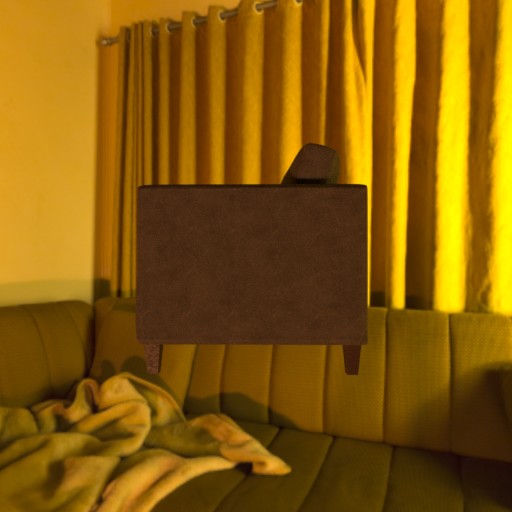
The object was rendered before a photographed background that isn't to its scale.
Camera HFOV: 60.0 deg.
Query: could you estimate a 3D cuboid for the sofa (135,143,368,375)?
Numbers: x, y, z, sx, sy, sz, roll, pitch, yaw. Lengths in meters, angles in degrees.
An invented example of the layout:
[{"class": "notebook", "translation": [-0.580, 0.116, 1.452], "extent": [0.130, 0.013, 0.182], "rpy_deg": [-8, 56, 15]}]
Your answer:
[{"class": "sofa", "translation": [0.000, 0.000, 2.943], "extent": [0.951, 0.965, 2.434], "rpy_deg": [0, 0, 1]}]
